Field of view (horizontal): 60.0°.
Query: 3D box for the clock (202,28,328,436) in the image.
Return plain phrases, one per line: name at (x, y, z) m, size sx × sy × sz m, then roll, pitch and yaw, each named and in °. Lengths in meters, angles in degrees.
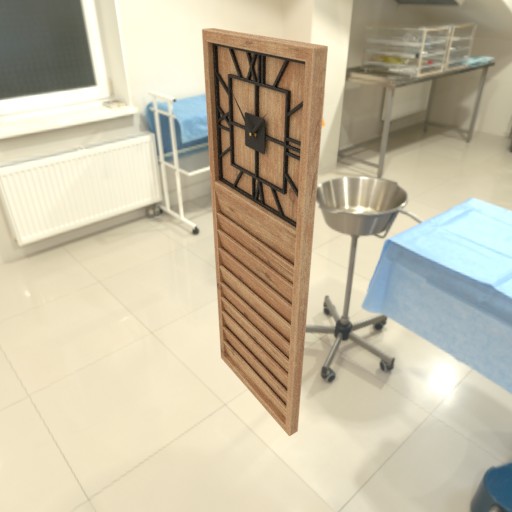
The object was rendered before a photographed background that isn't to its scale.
clock at (0.000, 0.000, 1.081) m, size 0.030 × 0.965 × 0.361 m, roll -20°, pitch 38°, yaw -29°
